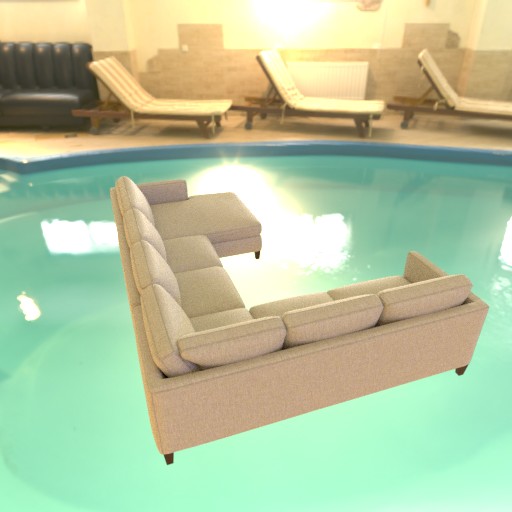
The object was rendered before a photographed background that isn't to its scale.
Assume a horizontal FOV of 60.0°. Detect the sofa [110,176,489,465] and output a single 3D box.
[{"bbox_3d":[0.000,0.000,4.416,2.551,0.889,3.403,-10,32,-17],"label":"sofa"}]
